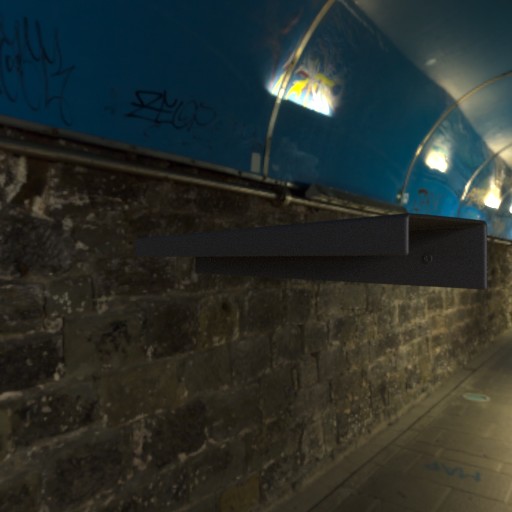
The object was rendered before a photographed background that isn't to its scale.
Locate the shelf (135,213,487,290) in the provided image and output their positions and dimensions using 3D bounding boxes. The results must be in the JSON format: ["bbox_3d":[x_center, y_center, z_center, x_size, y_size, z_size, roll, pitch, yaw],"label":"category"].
[{"bbox_3d":[0.000,0.000,0.490,0.102,0.053,0.456,0,0,-36],"label":"shelf"}]
